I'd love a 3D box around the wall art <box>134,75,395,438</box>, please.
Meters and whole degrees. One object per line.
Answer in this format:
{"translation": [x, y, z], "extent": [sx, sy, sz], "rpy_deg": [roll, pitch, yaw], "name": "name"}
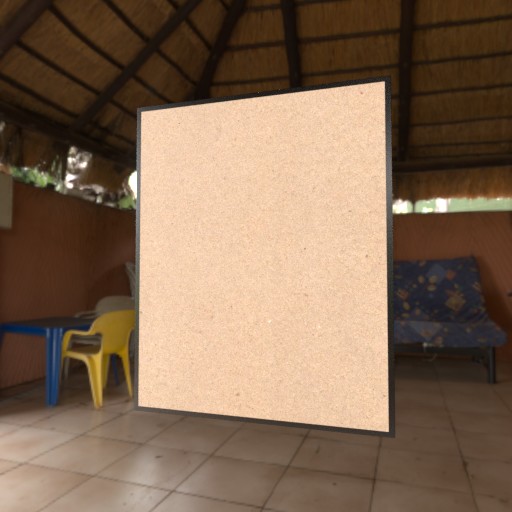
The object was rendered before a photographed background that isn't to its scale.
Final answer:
{"translation": [0.000, 0.000, 0.757], "extent": [0.448, 0.551, 0.038], "rpy_deg": [-1, -2, 18], "name": "wall art"}
